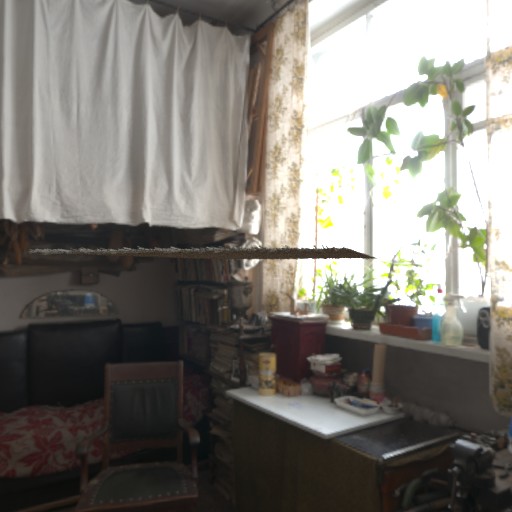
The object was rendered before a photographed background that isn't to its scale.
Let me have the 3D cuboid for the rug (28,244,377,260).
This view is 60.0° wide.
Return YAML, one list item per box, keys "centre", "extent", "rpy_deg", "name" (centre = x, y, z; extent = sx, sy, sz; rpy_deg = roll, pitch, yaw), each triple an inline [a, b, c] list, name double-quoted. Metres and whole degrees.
- centre: [0.000, 0.000, 3.023]
  extent: [1.495, 0.035, 2.472]
  rpy_deg: [0, -1, 18]
  name: "rug"
